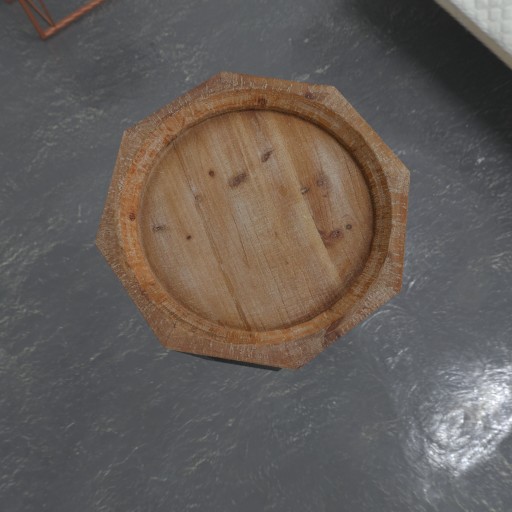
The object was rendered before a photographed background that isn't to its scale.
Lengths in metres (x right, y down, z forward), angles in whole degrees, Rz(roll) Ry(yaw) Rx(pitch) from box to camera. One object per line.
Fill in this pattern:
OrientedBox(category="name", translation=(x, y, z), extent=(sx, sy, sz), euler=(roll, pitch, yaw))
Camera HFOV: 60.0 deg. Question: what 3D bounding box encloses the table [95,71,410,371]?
OrientedBox(category="table", translation=(0.000, 0.000, 0.888), extent=(0.458, 0.543, 0.458), euler=(31, 77, 8))
